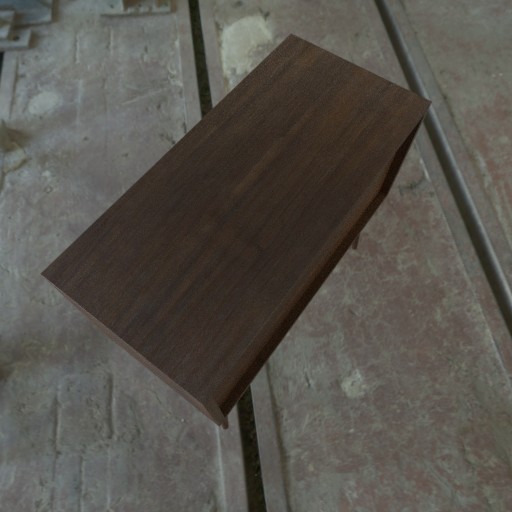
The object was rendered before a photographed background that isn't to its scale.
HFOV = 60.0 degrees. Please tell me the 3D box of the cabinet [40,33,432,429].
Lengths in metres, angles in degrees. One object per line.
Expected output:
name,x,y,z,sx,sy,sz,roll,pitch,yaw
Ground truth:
cabinet,0.000,0.000,1.121,0.354,0.654,0.743,34,68,15
